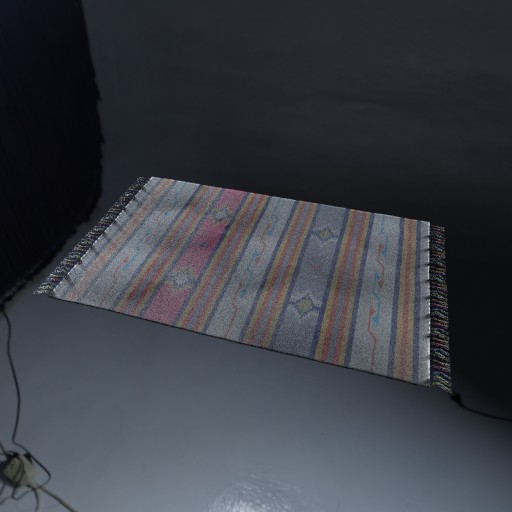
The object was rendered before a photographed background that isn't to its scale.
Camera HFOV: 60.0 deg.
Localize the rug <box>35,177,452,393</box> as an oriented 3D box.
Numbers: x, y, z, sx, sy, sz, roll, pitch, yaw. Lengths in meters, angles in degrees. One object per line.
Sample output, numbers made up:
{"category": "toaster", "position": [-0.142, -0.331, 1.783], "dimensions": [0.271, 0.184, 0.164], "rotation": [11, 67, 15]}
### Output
{"category": "rug", "position": [0.000, 0.000, 2.248], "dimensions": [1.849, 0.013, 1.084], "rotation": [11, 43, 12]}
